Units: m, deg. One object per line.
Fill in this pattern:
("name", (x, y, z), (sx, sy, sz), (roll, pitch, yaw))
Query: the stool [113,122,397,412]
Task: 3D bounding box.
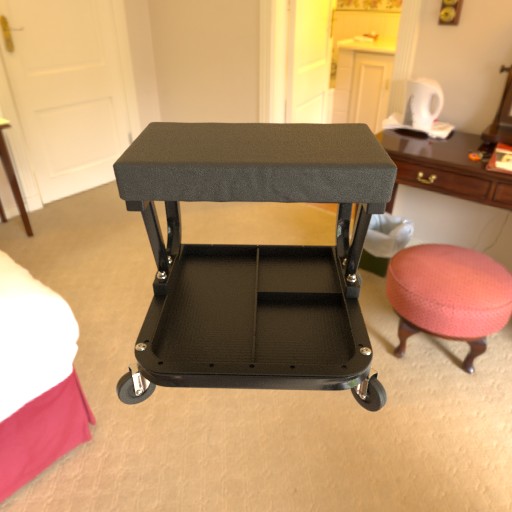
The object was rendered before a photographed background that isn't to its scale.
("stool", (0.000, 0.000, 0.738), (0.446, 0.380, 0.371), (1, 31, 1))
